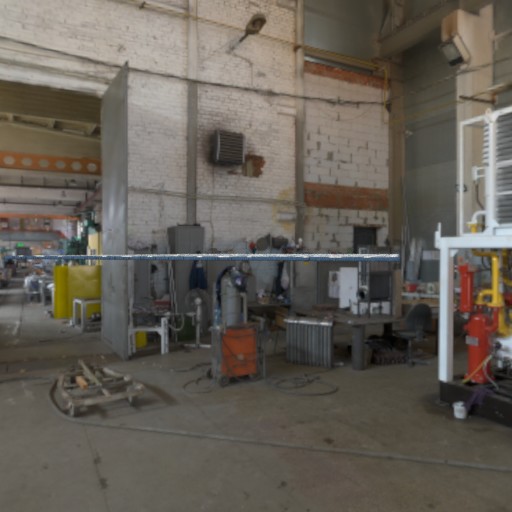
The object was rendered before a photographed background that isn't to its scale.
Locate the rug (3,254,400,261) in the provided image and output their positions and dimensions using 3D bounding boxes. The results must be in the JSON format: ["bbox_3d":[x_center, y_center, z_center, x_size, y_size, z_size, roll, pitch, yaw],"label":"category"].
[{"bbox_3d":[0.000,0.000,3.675,2.270,0.020,2.881,0,1,18],"label":"rug"}]
